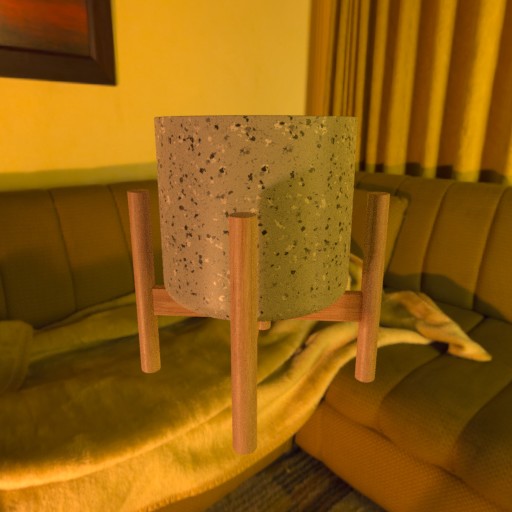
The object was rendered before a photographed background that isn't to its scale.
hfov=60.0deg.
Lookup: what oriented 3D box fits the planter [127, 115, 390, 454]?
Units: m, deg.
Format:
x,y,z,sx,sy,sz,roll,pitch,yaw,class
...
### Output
x,y,z,sx,sy,sz,roll,pitch,yaw,class
0.000,0.000,0.538,0.284,0.320,0.284,8,18,26,planter
